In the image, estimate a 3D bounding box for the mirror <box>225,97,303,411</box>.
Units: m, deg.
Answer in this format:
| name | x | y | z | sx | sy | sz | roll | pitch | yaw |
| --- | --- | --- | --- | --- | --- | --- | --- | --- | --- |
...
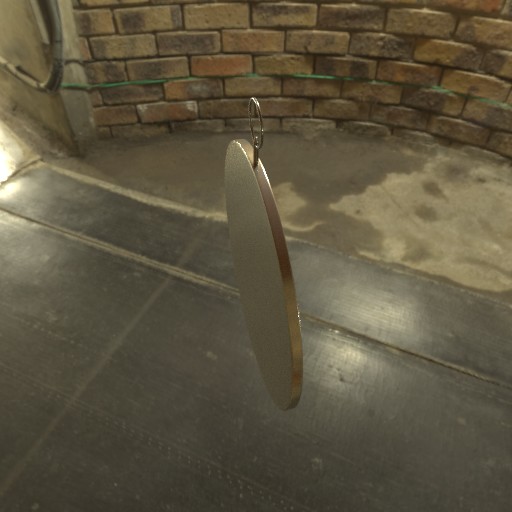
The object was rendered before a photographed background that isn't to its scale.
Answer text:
| name | x | y | z | sx | sy | sz | roll | pitch | yaw |
| --- | --- | --- | --- | --- | --- | --- | --- | --- | --- |
| mirror | 0.000 | 0.000 | 0.959 | 0.020 | 0.713 | 0.594 | -10 | 47 | -10 |
